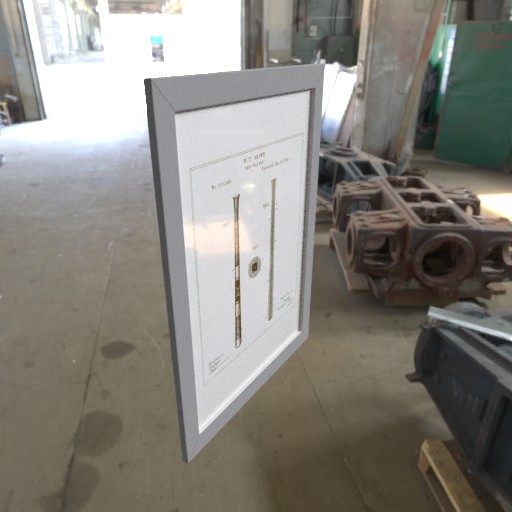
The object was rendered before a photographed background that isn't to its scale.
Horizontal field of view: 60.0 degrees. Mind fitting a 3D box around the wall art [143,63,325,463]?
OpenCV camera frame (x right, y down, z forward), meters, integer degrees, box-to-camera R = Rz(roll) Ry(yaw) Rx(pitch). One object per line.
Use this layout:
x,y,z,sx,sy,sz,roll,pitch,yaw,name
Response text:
0.000,0.000,0.679,0.012,0.529,0.374,16,30,30,wall art
